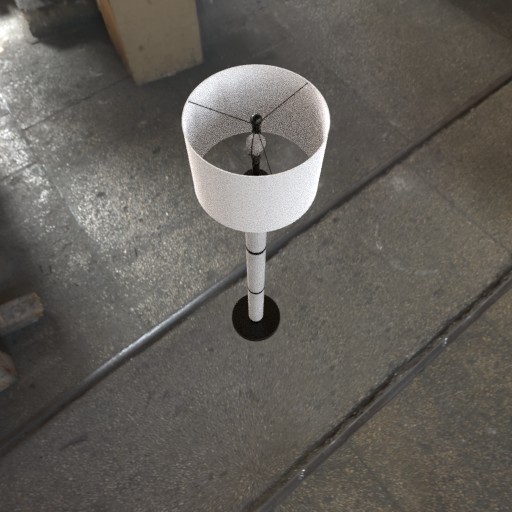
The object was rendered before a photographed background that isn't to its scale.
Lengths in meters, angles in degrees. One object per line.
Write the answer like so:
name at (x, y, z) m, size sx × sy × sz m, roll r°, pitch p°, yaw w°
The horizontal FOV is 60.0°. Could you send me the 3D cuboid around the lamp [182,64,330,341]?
lamp at (0.000, 0.000, 1.831) m, size 0.377 × 1.599 × 0.377 m, roll 16°, pitch 65°, yaw 8°
